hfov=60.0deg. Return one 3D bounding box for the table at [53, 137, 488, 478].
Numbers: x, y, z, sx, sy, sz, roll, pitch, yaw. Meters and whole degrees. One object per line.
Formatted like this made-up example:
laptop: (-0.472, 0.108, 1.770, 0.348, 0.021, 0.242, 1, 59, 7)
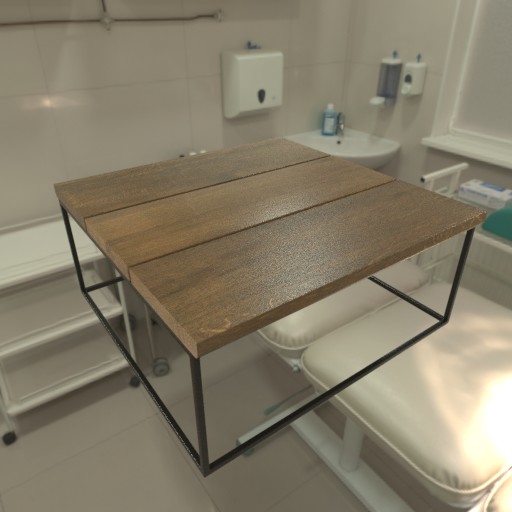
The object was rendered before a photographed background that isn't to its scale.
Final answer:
table: (0.000, 0.000, 1.390, 0.900, 0.400, 0.900, -20, 36, -30)
